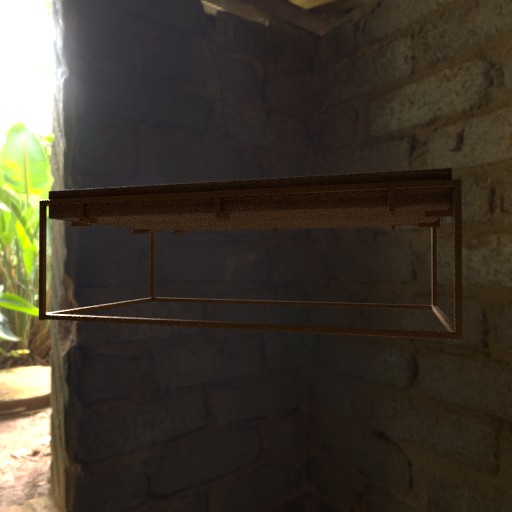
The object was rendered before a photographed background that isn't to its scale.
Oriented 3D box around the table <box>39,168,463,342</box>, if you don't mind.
[{"bbox_3d":[0.000,0.000,1.749,1.387,0.468,0.775,0,-1,17],"label":"table"}]
